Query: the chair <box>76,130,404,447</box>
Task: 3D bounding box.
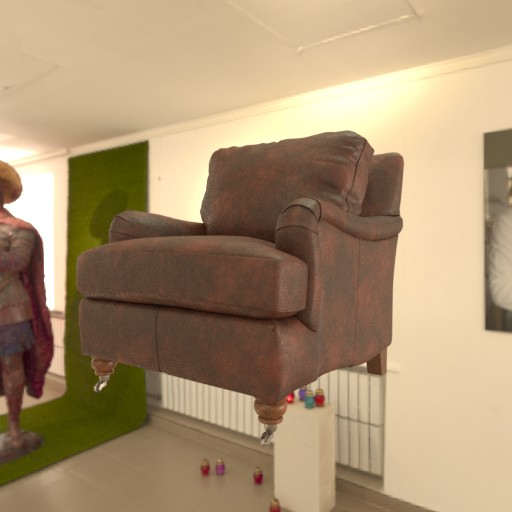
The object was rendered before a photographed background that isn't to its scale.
[{"bbox_3d":[0.000,0.000,1.891,0.987,1.051,1.156,1,2,36],"label":"chair"}]
